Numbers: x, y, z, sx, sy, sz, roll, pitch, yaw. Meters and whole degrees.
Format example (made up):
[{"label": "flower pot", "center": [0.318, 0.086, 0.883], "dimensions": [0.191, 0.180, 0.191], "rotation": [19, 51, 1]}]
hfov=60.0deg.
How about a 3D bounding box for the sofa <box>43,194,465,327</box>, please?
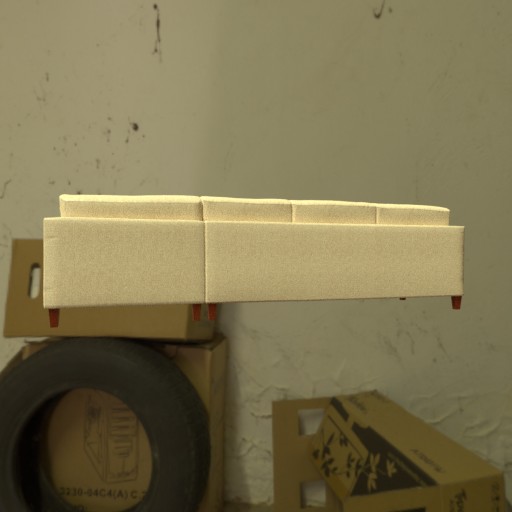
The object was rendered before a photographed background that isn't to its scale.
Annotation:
[{"label": "sofa", "center": [0.000, 0.000, 4.215], "dimensions": [3.471, 0.954, 1.603], "rotation": [0, 1, -17]}]
